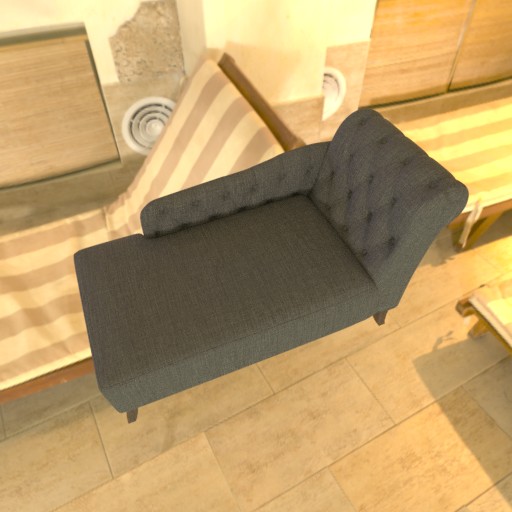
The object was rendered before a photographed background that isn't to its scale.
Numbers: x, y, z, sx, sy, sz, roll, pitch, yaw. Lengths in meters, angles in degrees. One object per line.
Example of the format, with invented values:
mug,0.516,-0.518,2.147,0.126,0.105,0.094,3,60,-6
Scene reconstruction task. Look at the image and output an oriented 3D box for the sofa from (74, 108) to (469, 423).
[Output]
sofa,0.000,0.000,1.796,1.379,0.787,0.675,-17,50,-15
